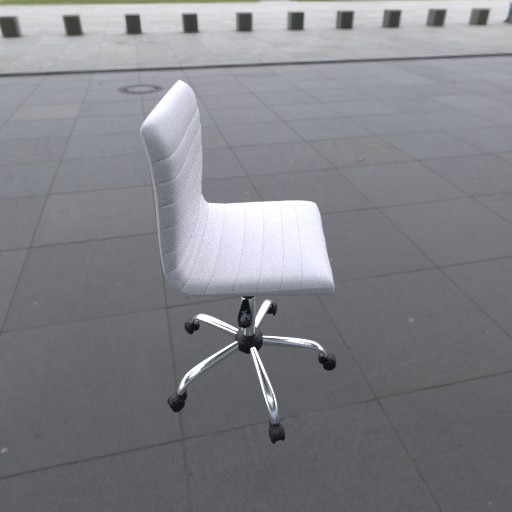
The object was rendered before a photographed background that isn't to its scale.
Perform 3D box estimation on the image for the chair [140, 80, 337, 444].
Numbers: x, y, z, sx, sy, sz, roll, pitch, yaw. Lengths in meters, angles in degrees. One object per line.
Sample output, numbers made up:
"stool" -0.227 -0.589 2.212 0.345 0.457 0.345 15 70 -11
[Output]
"chair" 0.000 0.000 1.073 0.455 0.750 0.520 1 33 1
